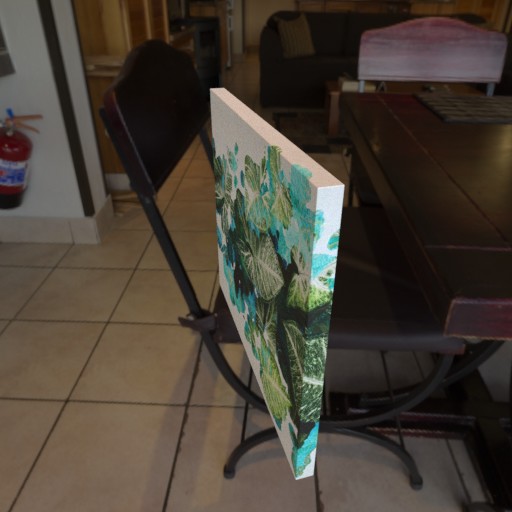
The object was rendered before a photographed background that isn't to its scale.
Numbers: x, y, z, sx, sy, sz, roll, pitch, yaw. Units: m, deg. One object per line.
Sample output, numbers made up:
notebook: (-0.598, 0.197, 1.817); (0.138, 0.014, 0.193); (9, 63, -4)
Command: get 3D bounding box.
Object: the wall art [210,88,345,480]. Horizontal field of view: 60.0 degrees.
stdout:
wall art: (0.000, 0.000, 1.012); (0.043, 0.610, 0.711); (-8, 32, -14)
